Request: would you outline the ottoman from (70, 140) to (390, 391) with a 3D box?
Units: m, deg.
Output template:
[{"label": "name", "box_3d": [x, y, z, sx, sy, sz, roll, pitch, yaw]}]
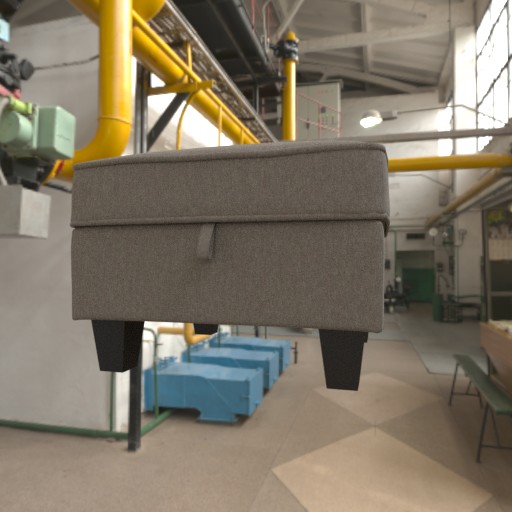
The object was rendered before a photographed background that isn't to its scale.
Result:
[{"label": "ottoman", "box_3d": [0.000, 0.000, 1.401, 0.808, 0.612, 0.871, 0, -1, 16]}]
